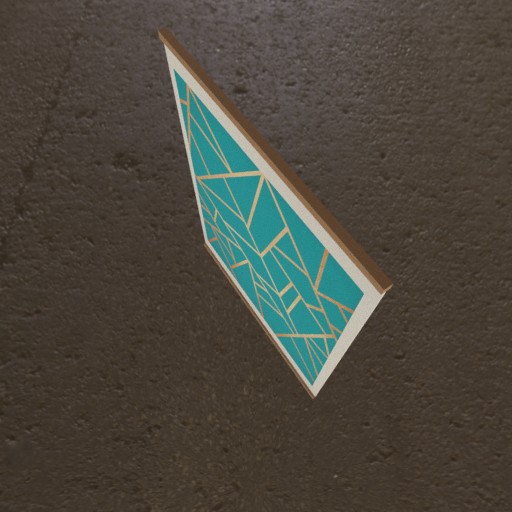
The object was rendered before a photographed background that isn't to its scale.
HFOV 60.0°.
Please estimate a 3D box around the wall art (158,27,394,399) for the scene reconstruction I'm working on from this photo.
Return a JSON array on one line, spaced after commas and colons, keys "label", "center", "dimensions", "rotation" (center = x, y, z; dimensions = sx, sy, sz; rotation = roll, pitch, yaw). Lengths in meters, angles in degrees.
[{"label": "wall art", "center": [0.000, 0.000, 0.784], "dimensions": [0.012, 0.608, 0.459], "rotation": [-31, 67, -15]}]
